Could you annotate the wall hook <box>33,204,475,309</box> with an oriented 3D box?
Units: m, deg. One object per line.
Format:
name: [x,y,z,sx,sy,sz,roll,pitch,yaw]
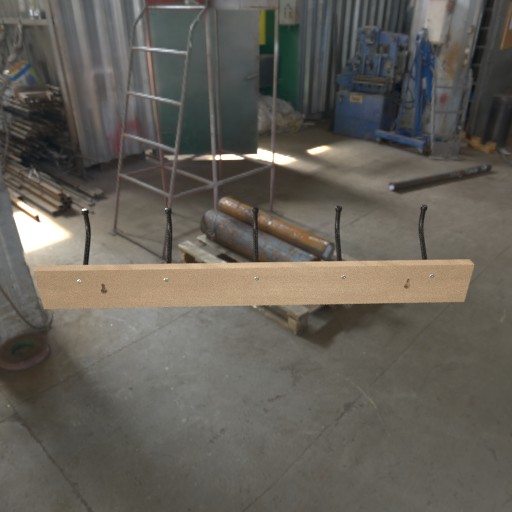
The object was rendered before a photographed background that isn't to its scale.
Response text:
wall hook: [0.000,0.000,0.605,0.571,0.117,0.071,-1,29,-2]
